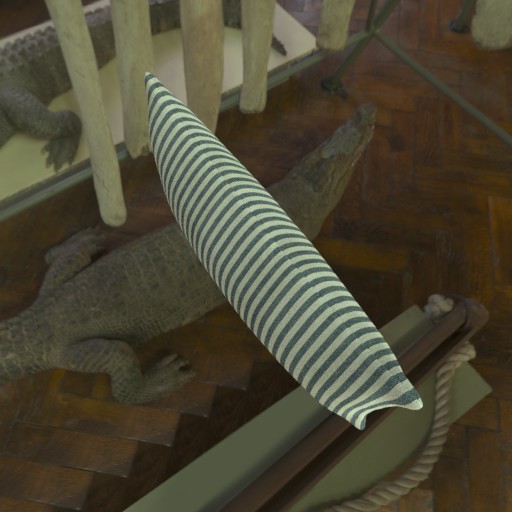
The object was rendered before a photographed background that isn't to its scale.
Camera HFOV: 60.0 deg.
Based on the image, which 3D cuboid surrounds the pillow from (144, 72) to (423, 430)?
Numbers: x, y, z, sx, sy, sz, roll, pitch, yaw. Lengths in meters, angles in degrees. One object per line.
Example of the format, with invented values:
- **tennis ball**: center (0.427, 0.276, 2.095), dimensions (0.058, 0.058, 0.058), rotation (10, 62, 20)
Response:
- **pillow**: center (0.000, 0.000, 0.714), dimensions (0.151, 0.295, 0.617), rotation (-32, 68, -15)
